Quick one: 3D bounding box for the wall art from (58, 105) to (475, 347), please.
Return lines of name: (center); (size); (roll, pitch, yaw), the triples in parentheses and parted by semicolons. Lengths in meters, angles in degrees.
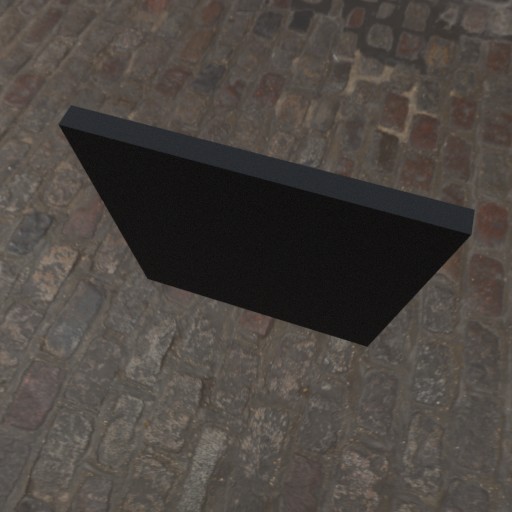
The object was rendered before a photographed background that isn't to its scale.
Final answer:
wall art: (0.000, 0.000, 0.686); (0.462, 0.458, 0.030); (16, 66, 8)
